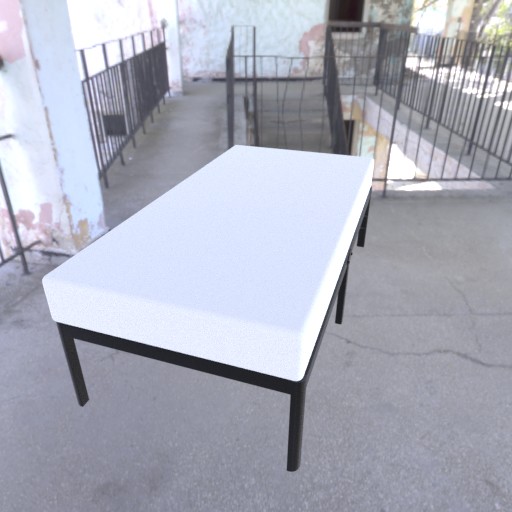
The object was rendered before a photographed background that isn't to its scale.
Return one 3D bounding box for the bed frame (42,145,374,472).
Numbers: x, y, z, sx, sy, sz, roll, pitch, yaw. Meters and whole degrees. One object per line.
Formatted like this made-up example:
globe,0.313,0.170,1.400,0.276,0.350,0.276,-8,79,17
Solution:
bed frame,0.000,0.000,2.439,1.023,0.659,1.950,10,31,17
